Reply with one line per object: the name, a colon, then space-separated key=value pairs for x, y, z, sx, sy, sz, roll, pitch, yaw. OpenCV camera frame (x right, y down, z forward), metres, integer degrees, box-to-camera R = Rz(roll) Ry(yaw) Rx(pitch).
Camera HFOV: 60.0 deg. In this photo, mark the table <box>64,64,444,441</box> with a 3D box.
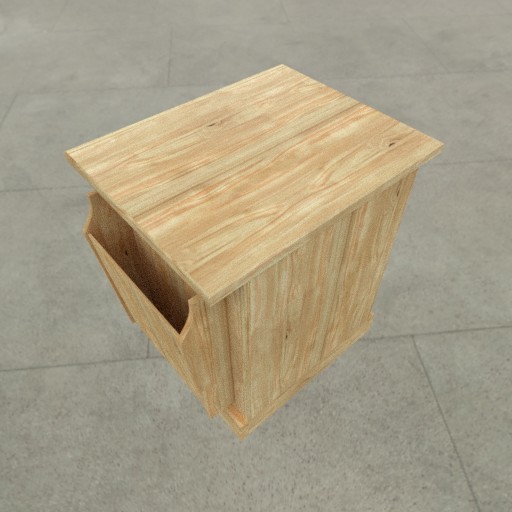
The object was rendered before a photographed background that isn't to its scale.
table: x=0.000 y=0.000 z=0.891 sx=0.530 sy=0.515 sz=0.380 roll=-33 pitch=55 yaw=-26
